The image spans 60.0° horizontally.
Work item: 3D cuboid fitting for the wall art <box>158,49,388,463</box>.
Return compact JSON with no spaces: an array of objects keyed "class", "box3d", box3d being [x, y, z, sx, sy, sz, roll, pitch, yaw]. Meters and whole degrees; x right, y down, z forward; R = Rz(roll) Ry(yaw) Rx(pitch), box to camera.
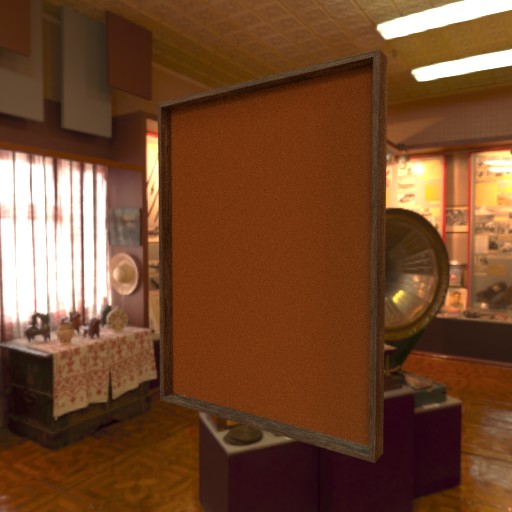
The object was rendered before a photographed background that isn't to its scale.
[{"class":"wall art","box3d":[0.000,0.000,1.327,0.762,1.016,0.063,2,3,34]}]
